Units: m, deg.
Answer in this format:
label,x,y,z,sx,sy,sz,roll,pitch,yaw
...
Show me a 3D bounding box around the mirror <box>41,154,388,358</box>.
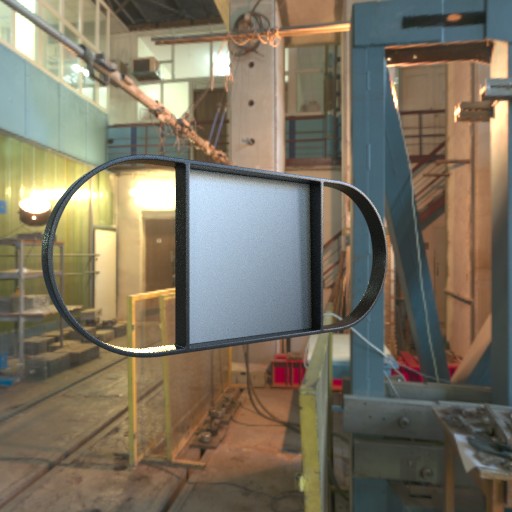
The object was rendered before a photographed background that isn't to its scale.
label,x,y,z,sx,sy,sz,roll,pitch,yaw
mirror,0.000,0.000,0.665,0.584,0.254,0.032,0,0,-36
